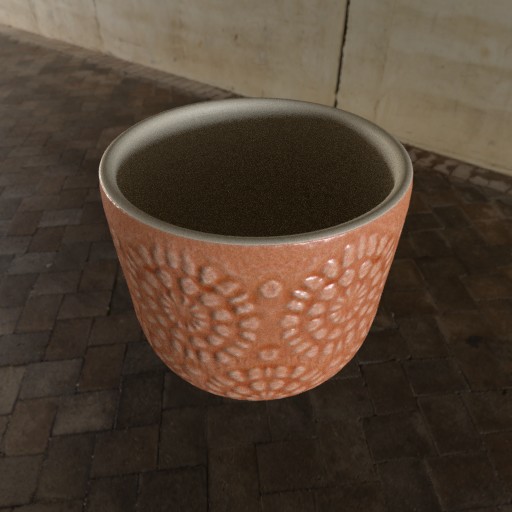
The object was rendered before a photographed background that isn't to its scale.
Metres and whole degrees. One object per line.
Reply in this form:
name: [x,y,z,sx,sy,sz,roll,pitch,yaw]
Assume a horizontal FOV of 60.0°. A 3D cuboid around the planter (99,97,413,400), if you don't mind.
planter: [0.000,0.000,0.212,0.124,0.109,0.124,0,39,0]
